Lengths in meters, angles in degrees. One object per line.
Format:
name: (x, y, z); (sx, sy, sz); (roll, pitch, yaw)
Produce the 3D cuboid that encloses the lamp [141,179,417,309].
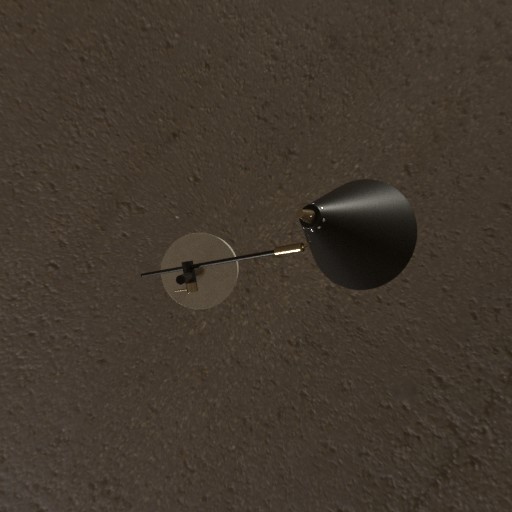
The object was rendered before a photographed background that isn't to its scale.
lamp: (0.000, 0.000, 0.721); (0.403, 0.518, 0.214); (0, 91, -2)
